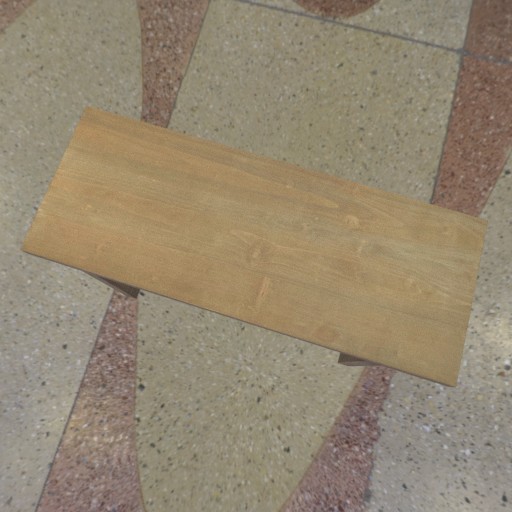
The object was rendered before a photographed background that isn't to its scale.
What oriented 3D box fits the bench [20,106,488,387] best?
[{"bbox_3d":[0.000,0.000,1.419,1.183,0.458,0.458,17,76,4],"label":"bench"}]
